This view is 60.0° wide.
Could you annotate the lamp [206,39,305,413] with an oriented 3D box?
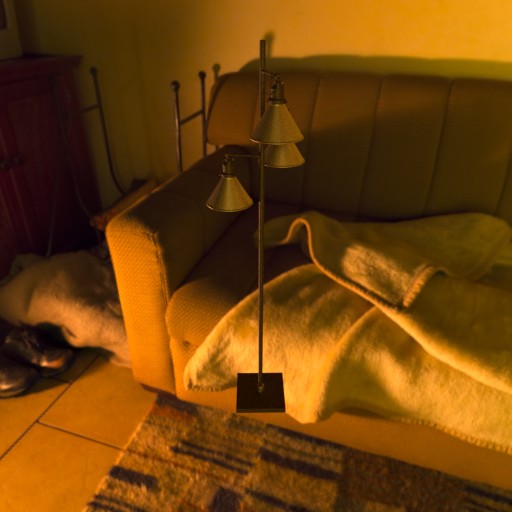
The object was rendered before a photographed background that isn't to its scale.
[{"bbox_3d":[0.000,0.000,1.955,0.415,1.716,0.428,-1,29,-1],"label":"lamp"}]
